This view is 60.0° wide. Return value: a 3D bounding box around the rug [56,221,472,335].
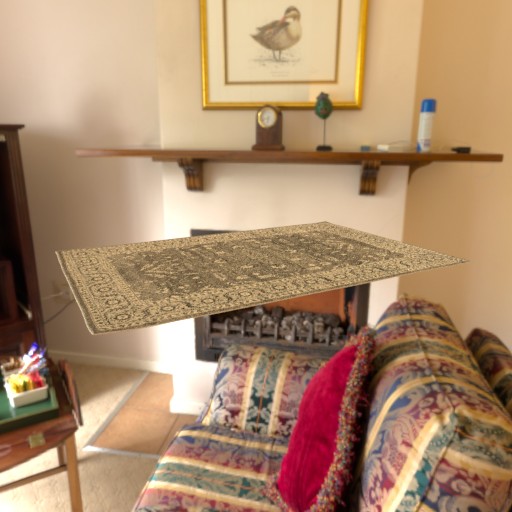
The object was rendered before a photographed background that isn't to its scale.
[{"bbox_3d":[0.000,0.000,2.315,1.828,0.019,1.209,-8,17,-28],"label":"rug"}]
